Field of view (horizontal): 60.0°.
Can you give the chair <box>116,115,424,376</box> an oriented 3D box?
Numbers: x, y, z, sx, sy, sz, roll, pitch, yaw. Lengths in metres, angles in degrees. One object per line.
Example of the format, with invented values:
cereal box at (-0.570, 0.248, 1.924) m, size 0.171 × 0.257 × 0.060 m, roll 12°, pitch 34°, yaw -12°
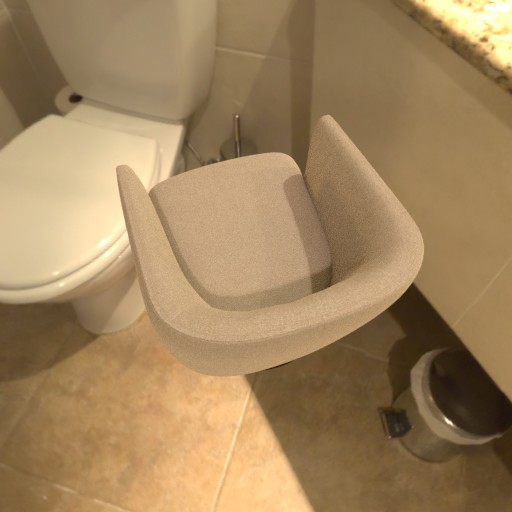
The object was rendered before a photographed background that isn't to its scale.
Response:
chair at (0.000, 0.000, 1.654) m, size 0.822 × 0.861 × 0.986 m, roll -17°, pitch 59°, yaw -10°
